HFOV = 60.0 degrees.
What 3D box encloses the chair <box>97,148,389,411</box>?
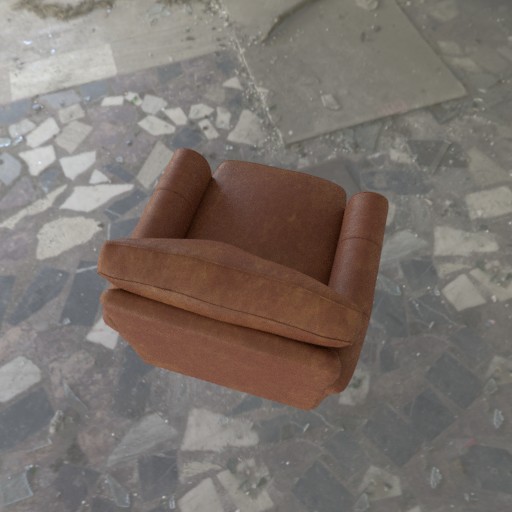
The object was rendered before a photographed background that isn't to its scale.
[{"bbox_3d":[0.000,0.000,1.857,0.983,0.962,0.986,15,64,7],"label":"chair"}]
